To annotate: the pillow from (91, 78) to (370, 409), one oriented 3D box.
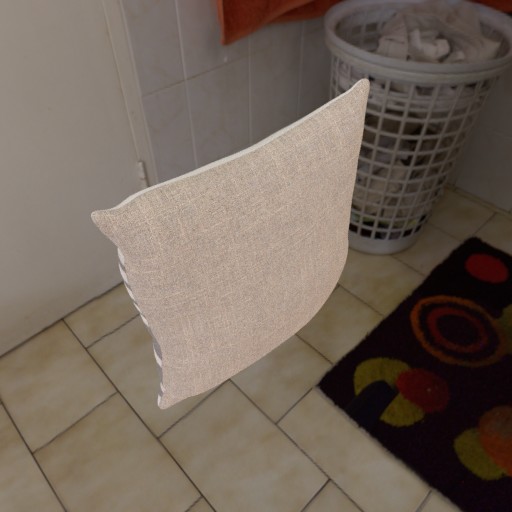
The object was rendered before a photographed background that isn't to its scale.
[{"bbox_3d":[0.000,0.000,0.688,0.439,0.440,0.182,-33,55,-27],"label":"pillow"}]
